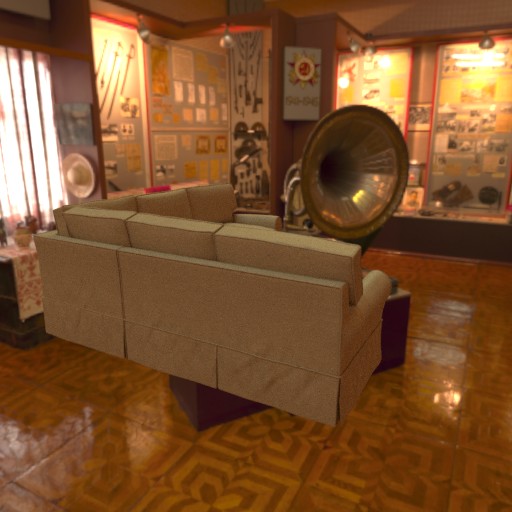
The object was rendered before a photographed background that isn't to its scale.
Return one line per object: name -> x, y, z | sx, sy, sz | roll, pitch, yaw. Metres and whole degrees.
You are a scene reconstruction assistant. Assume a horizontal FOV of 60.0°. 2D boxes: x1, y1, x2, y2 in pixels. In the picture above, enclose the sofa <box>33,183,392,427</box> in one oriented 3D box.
sofa -> 0.000, 0.000, 4.057 | 2.618, 1.081, 2.623 | 8, 17, 28
